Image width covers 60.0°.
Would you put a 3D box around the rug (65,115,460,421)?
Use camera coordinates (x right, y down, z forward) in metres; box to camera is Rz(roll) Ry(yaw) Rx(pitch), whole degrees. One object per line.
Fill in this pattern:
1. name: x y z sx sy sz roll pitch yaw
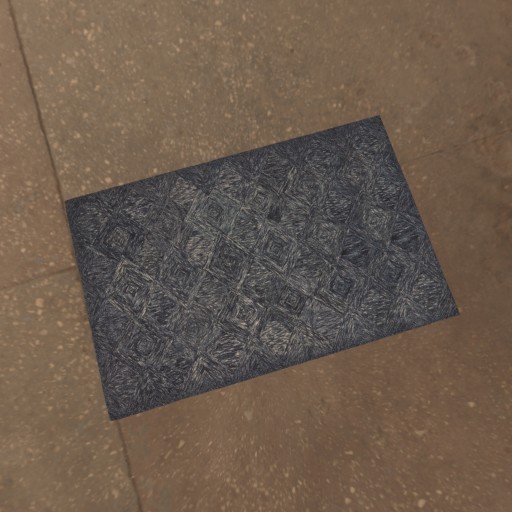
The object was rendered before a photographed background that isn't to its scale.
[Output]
1. rug: 0.000 0.000 2.241 1.754 0.010 1.139 -16 77 -4
